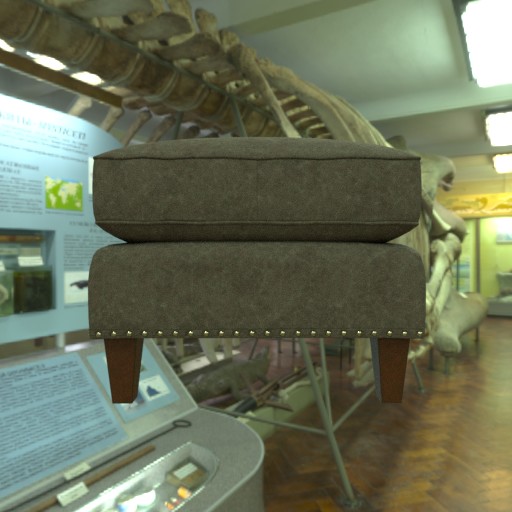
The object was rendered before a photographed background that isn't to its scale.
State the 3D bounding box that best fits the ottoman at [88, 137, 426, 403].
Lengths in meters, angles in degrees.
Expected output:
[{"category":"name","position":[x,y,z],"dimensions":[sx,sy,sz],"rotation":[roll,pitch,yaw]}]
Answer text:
[{"category":"ottoman","position":[0.000,0.000,1.116],"dimensions":[0.584,0.513,0.741],"rotation":[0,1,0]}]
